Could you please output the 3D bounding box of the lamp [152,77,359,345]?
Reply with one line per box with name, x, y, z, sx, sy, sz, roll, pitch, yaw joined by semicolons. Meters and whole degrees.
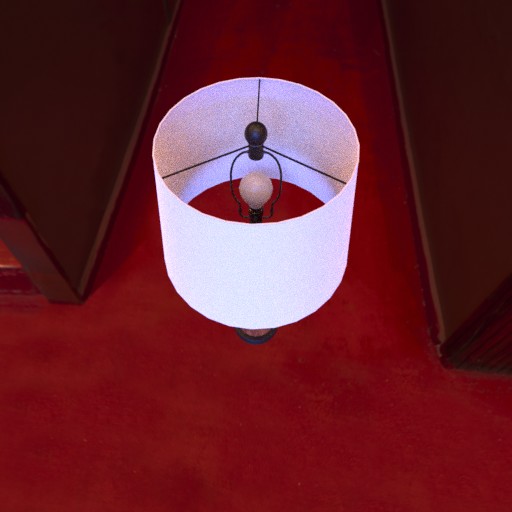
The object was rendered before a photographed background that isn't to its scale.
lamp;0.000;0.000;0.882;0.349;0.667;0.349;0;58;0
